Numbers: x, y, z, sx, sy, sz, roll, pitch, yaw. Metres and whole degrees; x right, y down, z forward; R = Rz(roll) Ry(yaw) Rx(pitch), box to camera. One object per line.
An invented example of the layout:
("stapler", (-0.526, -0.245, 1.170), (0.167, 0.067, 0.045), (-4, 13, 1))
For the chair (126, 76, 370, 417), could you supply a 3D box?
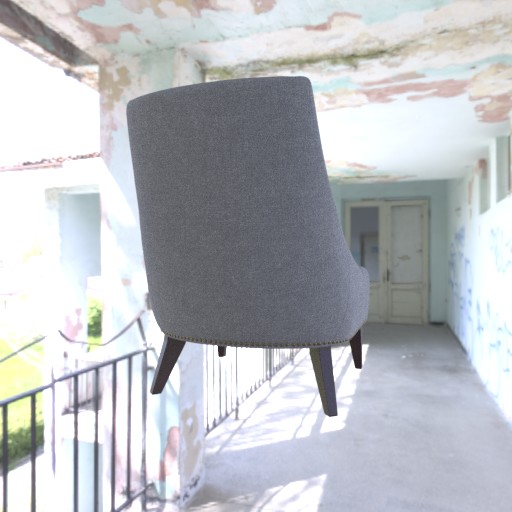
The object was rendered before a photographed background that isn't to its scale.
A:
("chair", (0.000, 0.000, 1.533), (0.701, 0.909, 0.861), (0, 0, 20))
